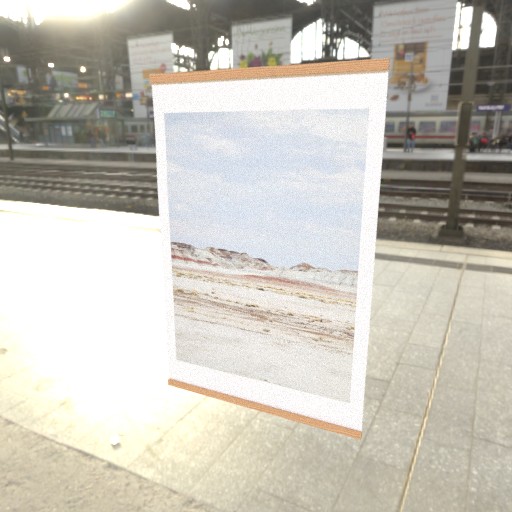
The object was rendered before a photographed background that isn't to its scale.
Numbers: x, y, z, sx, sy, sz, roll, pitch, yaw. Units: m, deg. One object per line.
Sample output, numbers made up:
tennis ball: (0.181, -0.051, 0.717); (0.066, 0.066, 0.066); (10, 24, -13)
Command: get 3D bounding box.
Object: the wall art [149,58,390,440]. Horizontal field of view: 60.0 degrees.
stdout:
wall art: (0.000, 0.000, 1.929); (1.011, 1.521, 0.025); (7, 17, 24)
